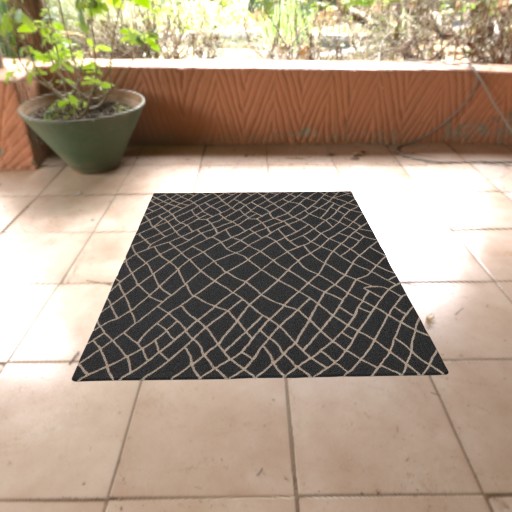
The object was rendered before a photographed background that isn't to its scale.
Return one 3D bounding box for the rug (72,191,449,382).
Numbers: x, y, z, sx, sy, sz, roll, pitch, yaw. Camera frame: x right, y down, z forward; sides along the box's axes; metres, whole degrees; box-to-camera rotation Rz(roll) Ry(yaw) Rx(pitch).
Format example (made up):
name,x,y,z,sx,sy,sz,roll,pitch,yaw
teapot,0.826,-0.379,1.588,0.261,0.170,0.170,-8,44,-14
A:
name,x,y,z,sx,sy,sz,roll,pitch,yaw
rug,0.000,0.000,4.145,2.439,0.022,3.047,-1,31,-1
